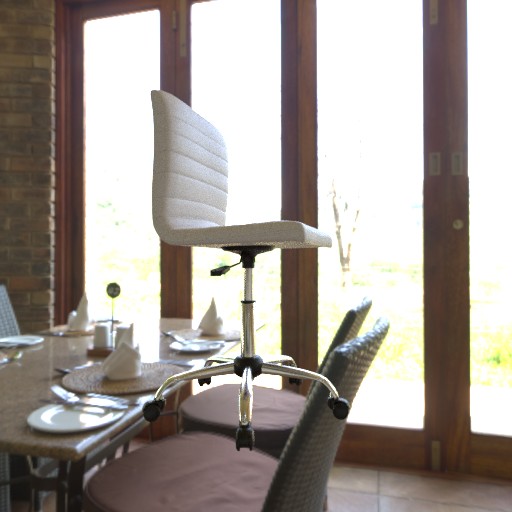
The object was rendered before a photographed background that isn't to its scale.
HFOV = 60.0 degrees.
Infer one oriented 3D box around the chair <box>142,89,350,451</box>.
[{"bbox_3d":[0.000,0.000,1.094,0.455,0.750,0.520,0,-1,18],"label":"chair"}]
